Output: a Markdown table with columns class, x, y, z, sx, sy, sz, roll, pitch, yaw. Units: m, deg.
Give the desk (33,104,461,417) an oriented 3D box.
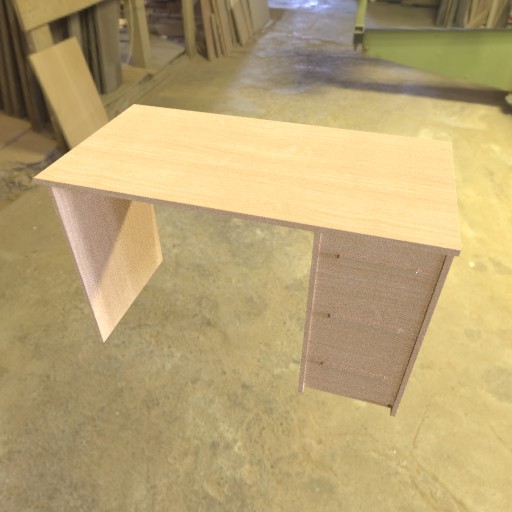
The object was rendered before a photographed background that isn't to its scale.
| class | x | y | z | sx | sy | sz | roll | pitch | yaw |
| --- | --- | --- | --- | --- | --- | --- | --- | --- | --- |
| desk | 0.000 | 0.000 | 1.523 | 1.097 | 0.735 | 0.560 | 11 | 41 | 13 |
